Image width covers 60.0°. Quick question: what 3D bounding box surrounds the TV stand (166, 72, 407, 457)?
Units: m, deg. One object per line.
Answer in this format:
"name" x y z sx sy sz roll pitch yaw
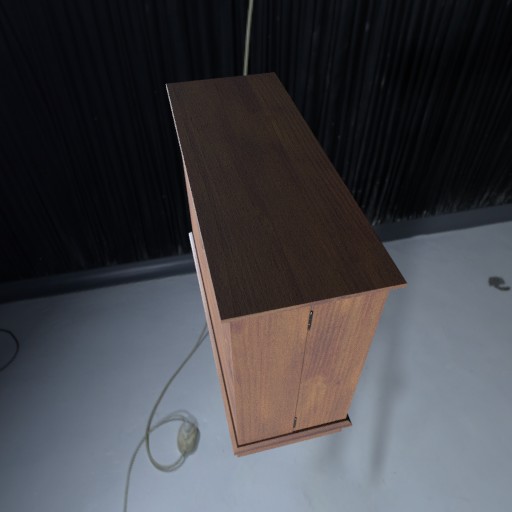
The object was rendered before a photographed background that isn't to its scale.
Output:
"TV stand" 0.000 0.000 1.567 0.406 0.813 1.067 -10 47 -9
